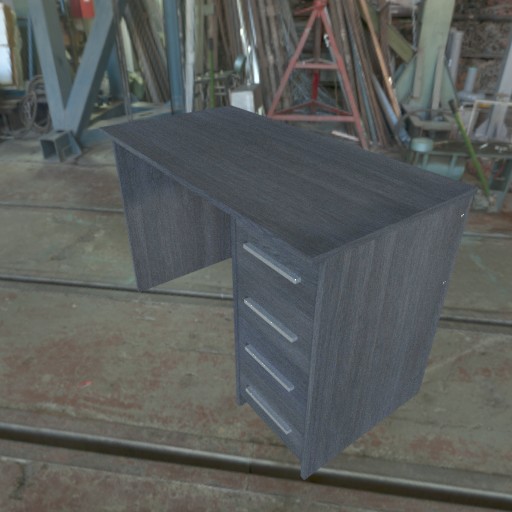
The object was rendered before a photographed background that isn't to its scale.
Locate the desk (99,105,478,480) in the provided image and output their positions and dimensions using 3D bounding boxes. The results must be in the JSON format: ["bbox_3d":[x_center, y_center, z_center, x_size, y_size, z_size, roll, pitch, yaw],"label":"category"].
[{"bbox_3d":[0.000,0.000,1.519,0.560,0.730,1.096,-21,37,-31],"label":"desk"}]
